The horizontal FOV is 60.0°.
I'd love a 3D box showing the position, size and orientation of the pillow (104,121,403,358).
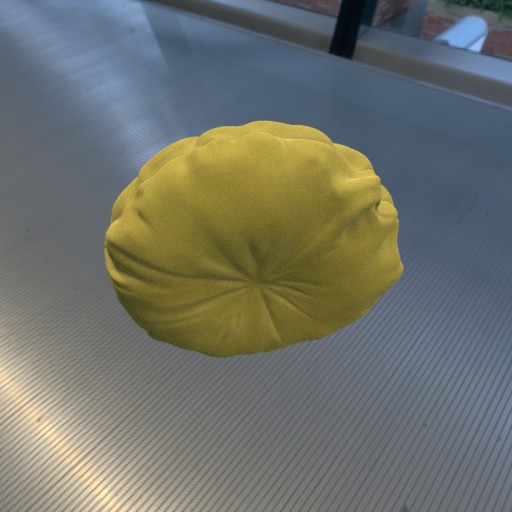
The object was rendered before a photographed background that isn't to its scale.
[{"bbox_3d":[0.000,0.000,0.648,0.428,0.407,0.148,-4,47,-4],"label":"pillow"}]
